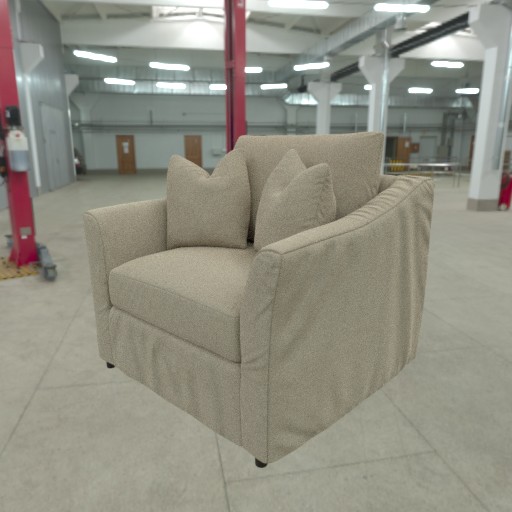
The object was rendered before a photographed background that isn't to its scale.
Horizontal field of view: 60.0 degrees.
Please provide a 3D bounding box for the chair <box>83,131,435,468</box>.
[{"bbox_3d":[0.000,0.000,2.023,1.194,1.093,1.071,13,19,42],"label":"chair"}]
